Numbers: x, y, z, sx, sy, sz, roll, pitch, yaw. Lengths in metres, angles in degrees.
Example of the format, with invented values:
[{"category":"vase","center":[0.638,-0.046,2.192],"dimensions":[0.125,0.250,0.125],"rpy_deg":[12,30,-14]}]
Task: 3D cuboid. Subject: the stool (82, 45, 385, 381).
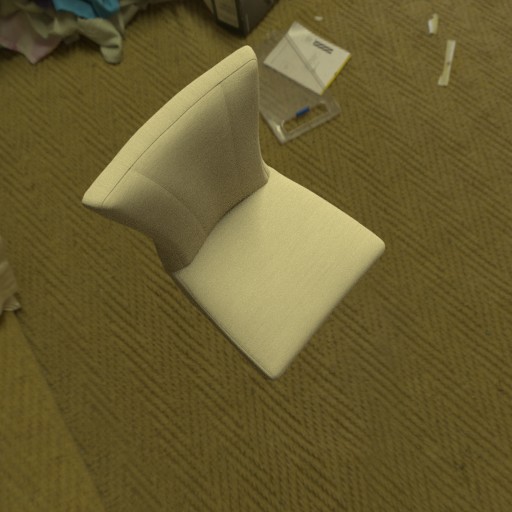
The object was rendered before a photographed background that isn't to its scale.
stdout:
[{"category":"stool","center":[0.000,0.000,1.361],"dimensions":[0.574,1.000,0.514],"rpy_deg":[40,78,10]}]
